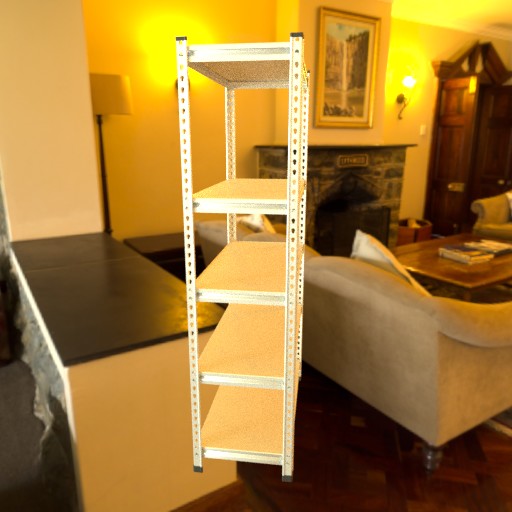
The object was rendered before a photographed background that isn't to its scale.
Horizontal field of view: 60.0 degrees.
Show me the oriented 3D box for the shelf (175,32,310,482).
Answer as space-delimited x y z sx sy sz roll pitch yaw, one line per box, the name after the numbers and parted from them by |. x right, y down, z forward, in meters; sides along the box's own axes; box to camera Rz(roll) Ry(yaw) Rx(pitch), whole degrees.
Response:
0.000 0.000 2.208 0.457 1.829 0.914 2 15 8 | shelf
